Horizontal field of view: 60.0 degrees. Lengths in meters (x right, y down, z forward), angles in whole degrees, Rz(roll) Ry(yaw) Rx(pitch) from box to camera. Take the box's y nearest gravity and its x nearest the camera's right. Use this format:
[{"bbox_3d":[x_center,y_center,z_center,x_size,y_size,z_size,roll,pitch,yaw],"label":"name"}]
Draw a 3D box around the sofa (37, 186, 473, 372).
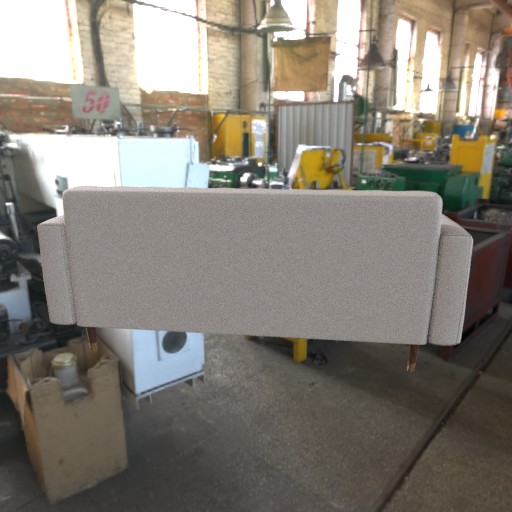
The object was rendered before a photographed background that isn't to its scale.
[{"bbox_3d":[0.000,0.000,2.383,1.895,0.814,0.969,2,16,7],"label":"sofa"}]
